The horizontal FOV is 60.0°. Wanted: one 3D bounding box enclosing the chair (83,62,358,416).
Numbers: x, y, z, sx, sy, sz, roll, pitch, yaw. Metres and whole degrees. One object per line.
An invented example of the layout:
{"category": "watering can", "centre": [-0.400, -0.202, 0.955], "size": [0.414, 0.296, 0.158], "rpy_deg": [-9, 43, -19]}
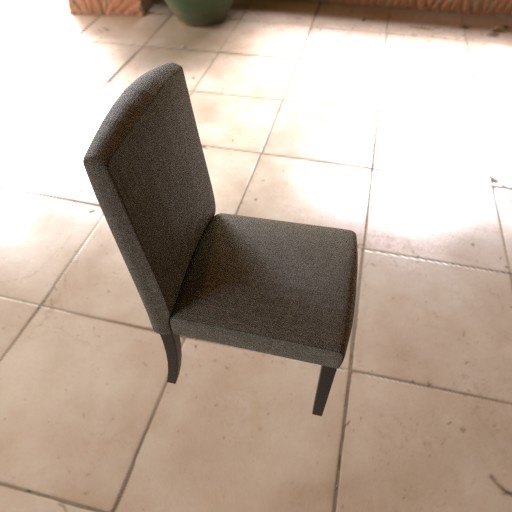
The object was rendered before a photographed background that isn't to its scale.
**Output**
{"category": "chair", "centre": [0.000, 0.000, 1.238], "size": [0.580, 0.917, 0.451], "rpy_deg": [9, 47, 9]}
